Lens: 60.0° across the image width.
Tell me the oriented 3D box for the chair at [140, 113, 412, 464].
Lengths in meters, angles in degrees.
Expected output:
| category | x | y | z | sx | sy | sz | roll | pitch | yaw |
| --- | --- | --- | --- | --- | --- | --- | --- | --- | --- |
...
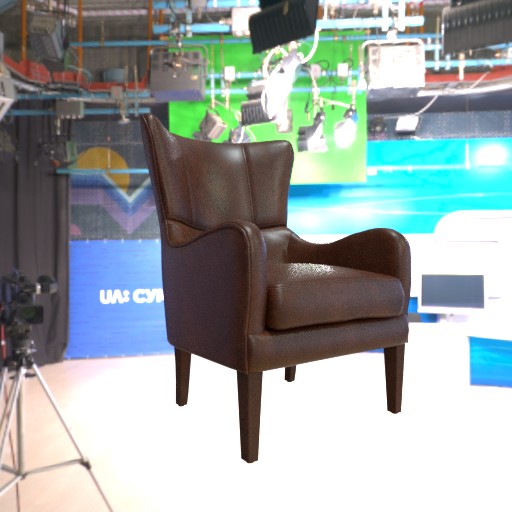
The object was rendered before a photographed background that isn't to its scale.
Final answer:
| category | x | y | z | sx | sy | sz | roll | pitch | yaw |
| --- | --- | --- | --- | --- | --- | --- | --- | --- | --- |
| chair | 0.000 | 0.000 | 1.612 | 0.692 | 1.048 | 0.914 | 0 | 0 | -36 |
